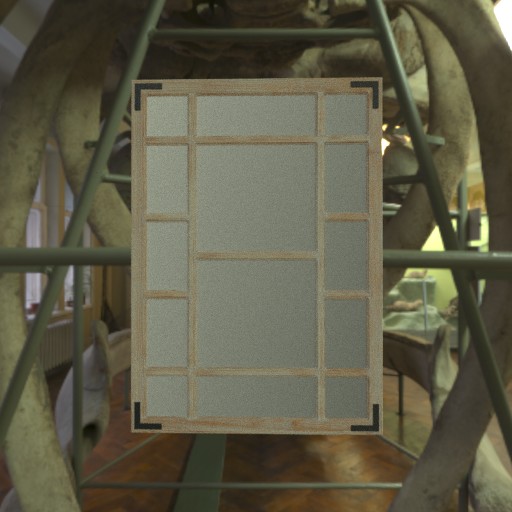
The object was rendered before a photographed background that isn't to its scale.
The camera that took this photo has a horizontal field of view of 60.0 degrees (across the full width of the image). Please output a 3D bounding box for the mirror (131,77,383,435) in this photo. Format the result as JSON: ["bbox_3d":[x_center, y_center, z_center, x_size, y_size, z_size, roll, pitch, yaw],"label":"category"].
[{"bbox_3d":[0.000,0.000,1.252,0.705,0.996,0.025,0,0,1],"label":"mirror"}]
